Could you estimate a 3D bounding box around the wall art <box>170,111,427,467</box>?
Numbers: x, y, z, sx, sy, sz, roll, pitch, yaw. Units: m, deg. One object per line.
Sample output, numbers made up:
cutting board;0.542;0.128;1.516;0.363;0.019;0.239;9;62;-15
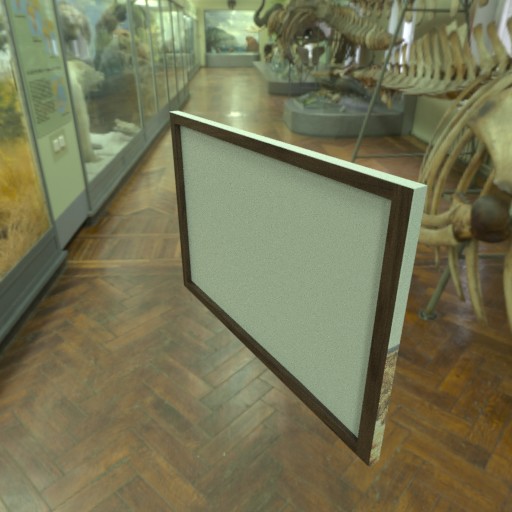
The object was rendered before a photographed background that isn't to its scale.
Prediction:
wall art;0.000;0.000;1.912;0.051;1.016;1.520;-16;31;-30
